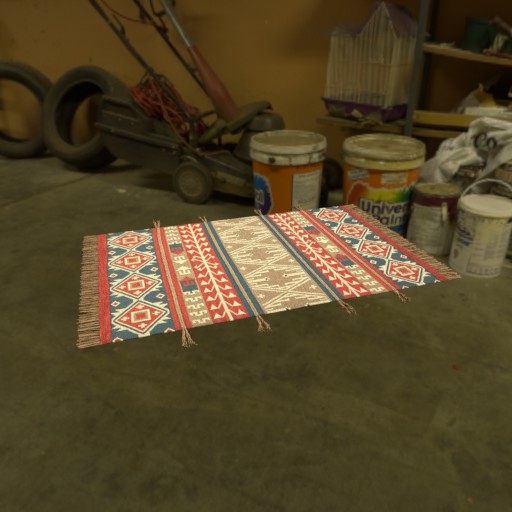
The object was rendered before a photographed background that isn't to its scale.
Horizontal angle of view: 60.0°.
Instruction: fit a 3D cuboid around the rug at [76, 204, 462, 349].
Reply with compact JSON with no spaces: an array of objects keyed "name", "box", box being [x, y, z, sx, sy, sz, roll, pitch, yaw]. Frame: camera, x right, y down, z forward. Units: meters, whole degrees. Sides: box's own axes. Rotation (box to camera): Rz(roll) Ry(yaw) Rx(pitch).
[{"name":"rug","box":[0.000,0.000,3.251,2.450,0.048,1.778,-8,28,-16]}]
